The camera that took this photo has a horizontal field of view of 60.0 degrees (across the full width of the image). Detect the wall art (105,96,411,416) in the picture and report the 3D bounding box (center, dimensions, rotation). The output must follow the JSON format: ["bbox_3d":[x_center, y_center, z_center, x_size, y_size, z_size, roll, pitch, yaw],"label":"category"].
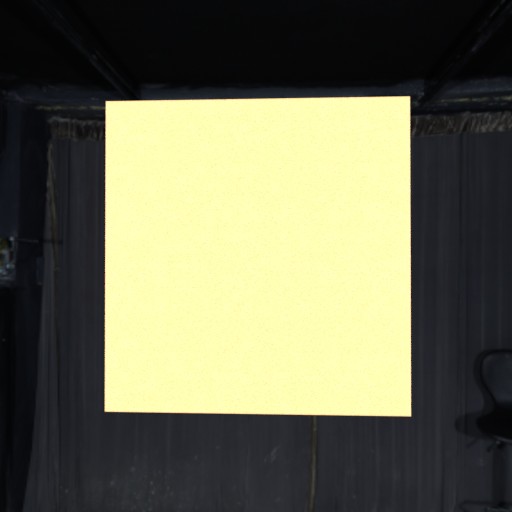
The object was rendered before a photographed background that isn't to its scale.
[{"bbox_3d":[0.000,0.000,0.822,0.554,0.572,0.037,0,-1,3],"label":"wall art"}]
